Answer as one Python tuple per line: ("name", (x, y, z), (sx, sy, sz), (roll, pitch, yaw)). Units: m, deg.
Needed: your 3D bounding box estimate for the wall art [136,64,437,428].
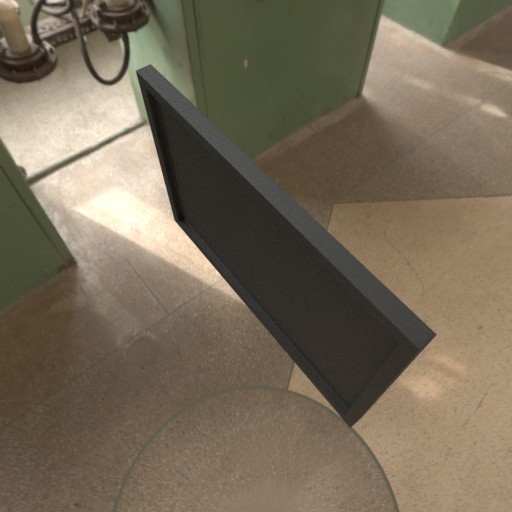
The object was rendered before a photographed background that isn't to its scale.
("wall art", (0.000, 0.000, 0.570), (0.021, 0.301, 0.443), (-33, 64, -19))
